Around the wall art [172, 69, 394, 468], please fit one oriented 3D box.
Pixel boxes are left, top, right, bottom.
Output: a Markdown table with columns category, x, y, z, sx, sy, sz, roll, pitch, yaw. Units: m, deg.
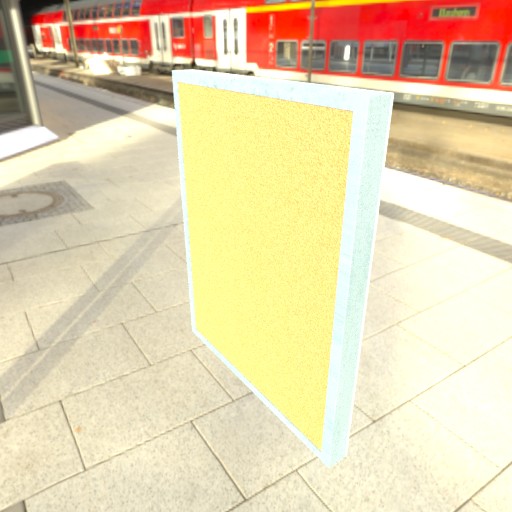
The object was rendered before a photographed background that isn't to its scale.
| category | x | y | z | sx | sy | sz | roll | pitch | yaw |
| --- | --- | --- | --- | --- | --- | --- | --- | --- | --- |
| wall art | 0.000 | 0.000 | 0.684 | 0.037 | 0.509 | 0.409 | -18 | 32 | -32 |
